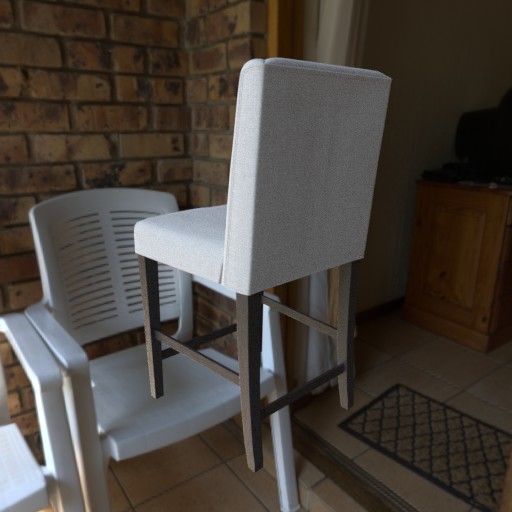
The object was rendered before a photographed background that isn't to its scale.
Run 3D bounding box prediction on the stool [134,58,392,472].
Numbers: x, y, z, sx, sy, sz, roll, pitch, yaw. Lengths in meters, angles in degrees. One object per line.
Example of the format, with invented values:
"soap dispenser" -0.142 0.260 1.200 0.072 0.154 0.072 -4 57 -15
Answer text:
"stool" 0.000 0.000 1.230 0.474 0.939 0.509 -14 22 -40
